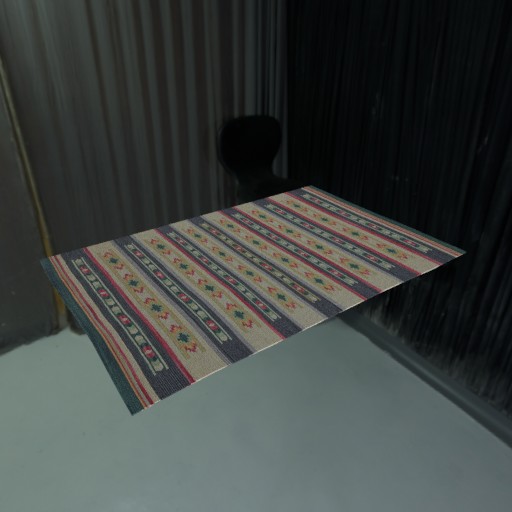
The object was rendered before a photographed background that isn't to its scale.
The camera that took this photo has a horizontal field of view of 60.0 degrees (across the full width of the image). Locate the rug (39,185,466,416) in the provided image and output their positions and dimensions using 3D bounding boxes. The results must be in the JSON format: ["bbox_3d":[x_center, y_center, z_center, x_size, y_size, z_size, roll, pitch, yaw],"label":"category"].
[{"bbox_3d":[0.000,0.000,2.860,2.311,0.010,1.522,-19,35,-30],"label":"rug"}]
